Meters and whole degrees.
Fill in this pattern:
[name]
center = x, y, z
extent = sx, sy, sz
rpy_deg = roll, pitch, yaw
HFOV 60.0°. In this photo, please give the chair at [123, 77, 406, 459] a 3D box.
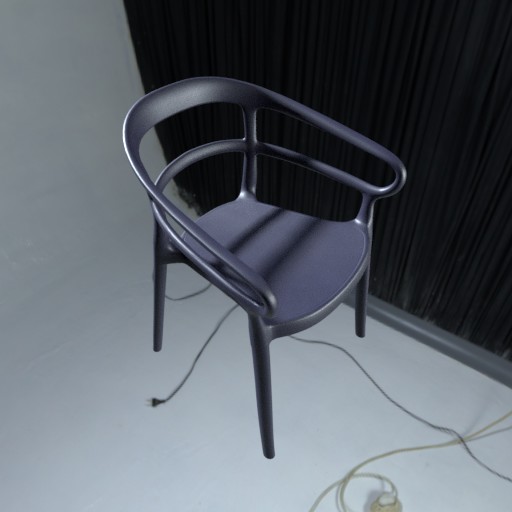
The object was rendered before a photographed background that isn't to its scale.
[chair]
center = 0.000, 0.000, 1.148
extent = 0.527, 0.761, 0.559
rpy_deg = 27, 47, 28
